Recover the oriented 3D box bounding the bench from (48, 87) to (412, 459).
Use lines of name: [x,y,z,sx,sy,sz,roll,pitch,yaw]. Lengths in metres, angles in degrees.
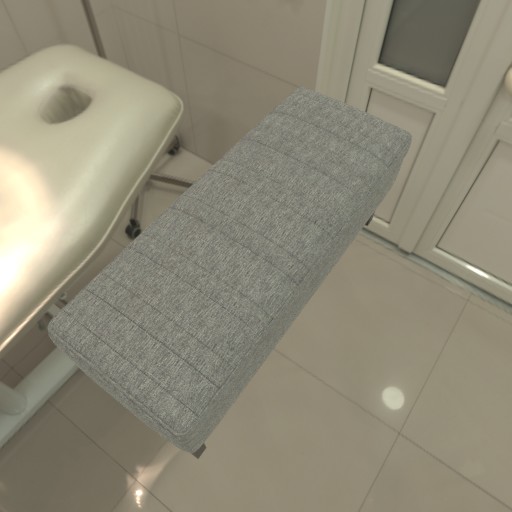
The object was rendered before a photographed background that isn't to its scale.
bench: [0.000,0.000,1.332,0.429,0.470,1.100,31,62,19]
